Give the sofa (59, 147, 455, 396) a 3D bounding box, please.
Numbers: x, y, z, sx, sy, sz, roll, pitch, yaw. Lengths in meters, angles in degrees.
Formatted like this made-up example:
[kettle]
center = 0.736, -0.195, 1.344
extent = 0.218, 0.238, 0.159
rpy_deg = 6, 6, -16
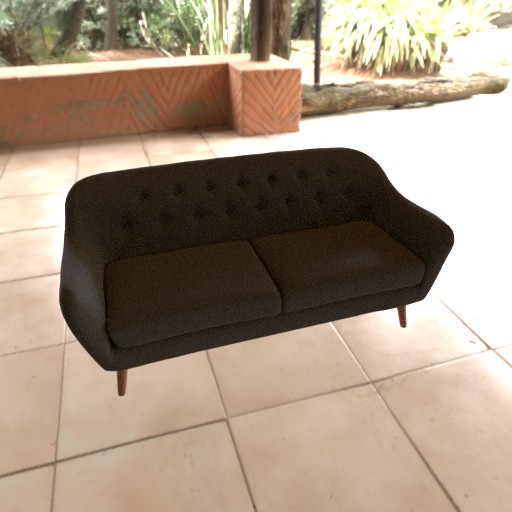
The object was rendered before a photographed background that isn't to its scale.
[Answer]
[sofa]
center = 0.000, 0.000, 2.299
extent = 1.840, 0.820, 0.820
rpy_deg = -10, 33, -15
